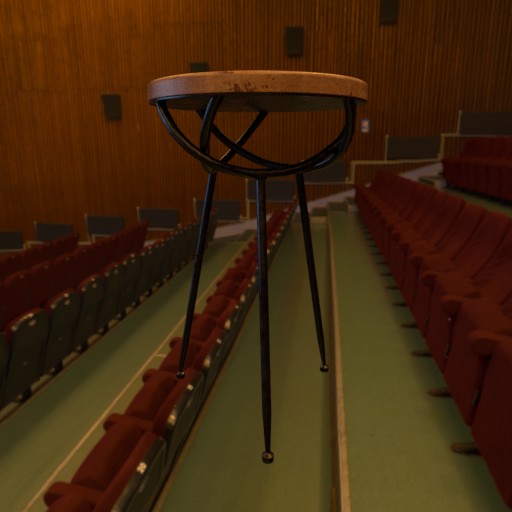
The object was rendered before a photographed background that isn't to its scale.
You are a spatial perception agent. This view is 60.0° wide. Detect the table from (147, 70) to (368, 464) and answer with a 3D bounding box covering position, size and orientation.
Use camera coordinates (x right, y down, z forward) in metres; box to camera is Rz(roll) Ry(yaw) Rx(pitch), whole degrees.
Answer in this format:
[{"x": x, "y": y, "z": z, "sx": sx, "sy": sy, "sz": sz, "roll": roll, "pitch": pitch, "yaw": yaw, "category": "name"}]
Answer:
[{"x": 0.000, "y": 0.000, "z": 0.923, "sx": 0.414, "sy": 0.664, "sz": 0.418, "roll": 2, "pitch": 15, "yaw": 8, "category": "table"}]
